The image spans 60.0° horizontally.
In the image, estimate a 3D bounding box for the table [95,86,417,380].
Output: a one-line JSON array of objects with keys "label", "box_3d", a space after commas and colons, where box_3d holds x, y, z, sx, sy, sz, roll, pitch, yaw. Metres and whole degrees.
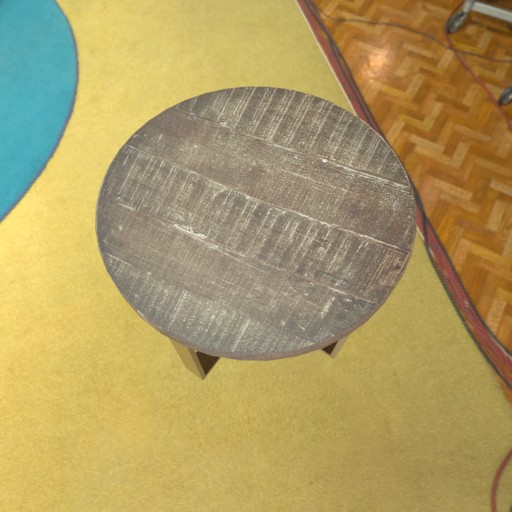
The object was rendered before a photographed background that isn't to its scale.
[{"label": "table", "box_3d": [0.000, 0.000, 0.972, 0.557, 0.437, 0.557, 0, 62, 0]}]
